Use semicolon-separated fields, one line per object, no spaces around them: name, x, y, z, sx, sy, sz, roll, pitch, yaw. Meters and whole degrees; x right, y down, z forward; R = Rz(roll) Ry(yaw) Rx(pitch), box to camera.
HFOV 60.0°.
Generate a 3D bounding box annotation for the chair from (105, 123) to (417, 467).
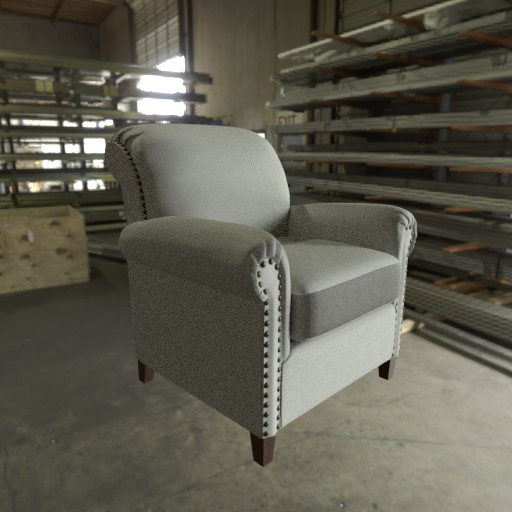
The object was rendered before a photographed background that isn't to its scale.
chair;0.000;0.000;1.587;0.854;0.927;0.890;-13;18;-43
